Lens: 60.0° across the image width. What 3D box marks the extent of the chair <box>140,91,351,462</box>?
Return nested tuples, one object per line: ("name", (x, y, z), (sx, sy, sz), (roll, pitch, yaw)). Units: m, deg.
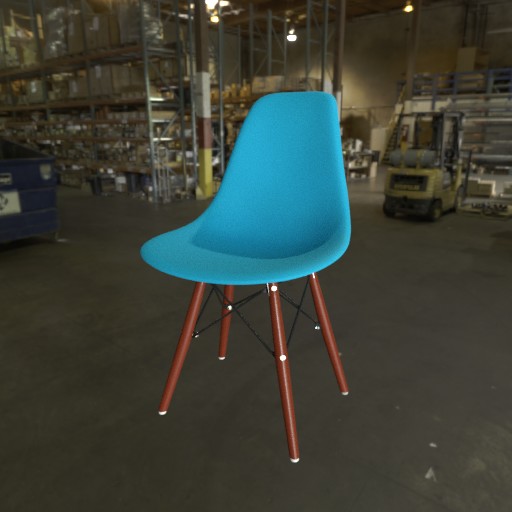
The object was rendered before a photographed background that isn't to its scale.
("chair", (0.000, 0.000, 1.132), (0.470, 0.826, 0.533), (8, 17, 26))
